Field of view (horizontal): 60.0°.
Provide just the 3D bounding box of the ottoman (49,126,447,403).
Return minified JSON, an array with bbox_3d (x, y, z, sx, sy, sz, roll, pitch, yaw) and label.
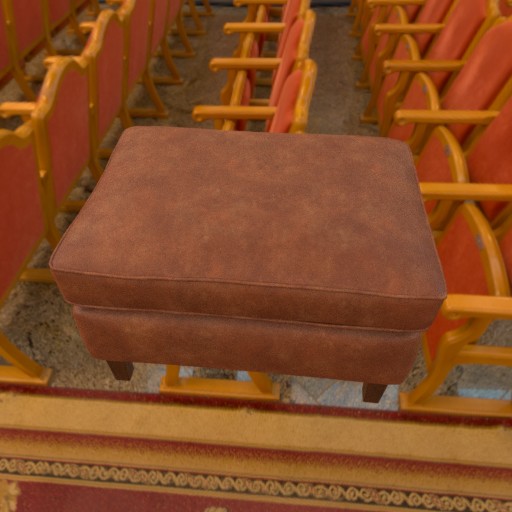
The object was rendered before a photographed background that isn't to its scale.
[{"bbox_3d":[0.000,0.000,0.983,0.665,0.418,0.501,4,46,4],"label":"ottoman"}]
